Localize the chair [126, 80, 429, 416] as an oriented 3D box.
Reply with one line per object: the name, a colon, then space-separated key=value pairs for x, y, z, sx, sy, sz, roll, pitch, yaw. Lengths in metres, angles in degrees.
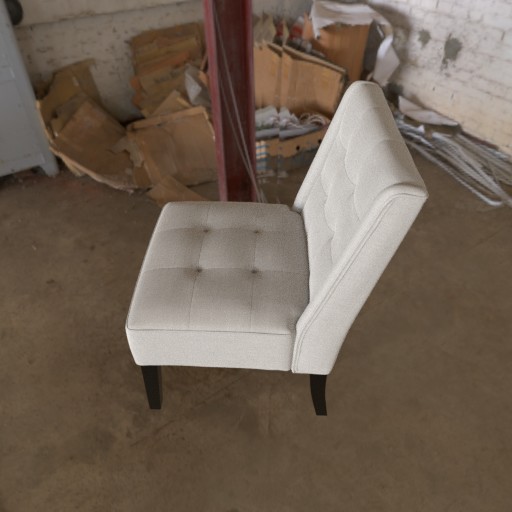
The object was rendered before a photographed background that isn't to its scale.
chair: x=0.000 y=0.000 z=1.314 sx=0.676 sy=0.853 sz=0.569 roll=1 pitch=42 yaw=1
